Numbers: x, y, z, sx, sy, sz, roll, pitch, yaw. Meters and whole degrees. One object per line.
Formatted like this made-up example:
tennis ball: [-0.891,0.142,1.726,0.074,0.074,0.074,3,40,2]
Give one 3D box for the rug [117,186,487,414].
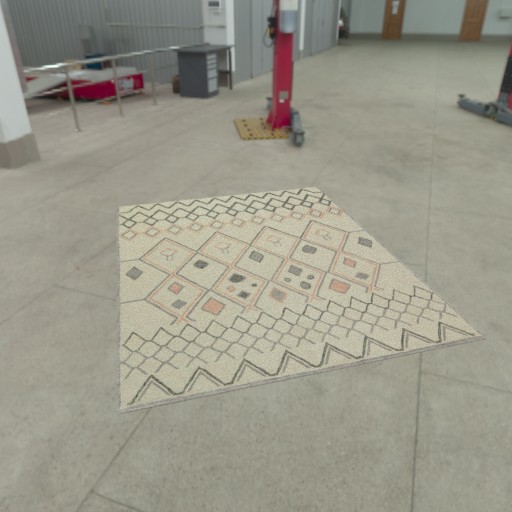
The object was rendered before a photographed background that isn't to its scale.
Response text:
rug: [0.000,0.000,4.027,2.441,0.016,3.050,-8,30,-13]
